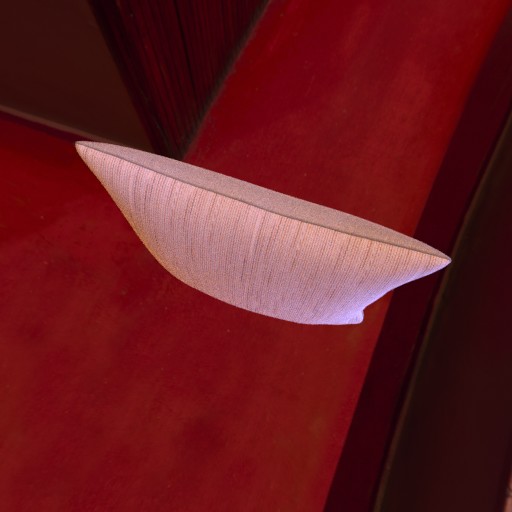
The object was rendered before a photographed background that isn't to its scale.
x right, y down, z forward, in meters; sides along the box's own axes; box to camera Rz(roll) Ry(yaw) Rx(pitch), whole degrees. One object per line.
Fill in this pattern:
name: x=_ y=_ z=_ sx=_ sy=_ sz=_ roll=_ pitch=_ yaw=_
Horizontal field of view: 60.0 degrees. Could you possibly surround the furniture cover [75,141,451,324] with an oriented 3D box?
furniture cover: x=0.000 y=0.000 z=0.800 sx=0.512 sy=0.506 sz=0.178 roll=18 pitch=75 yaw=5
